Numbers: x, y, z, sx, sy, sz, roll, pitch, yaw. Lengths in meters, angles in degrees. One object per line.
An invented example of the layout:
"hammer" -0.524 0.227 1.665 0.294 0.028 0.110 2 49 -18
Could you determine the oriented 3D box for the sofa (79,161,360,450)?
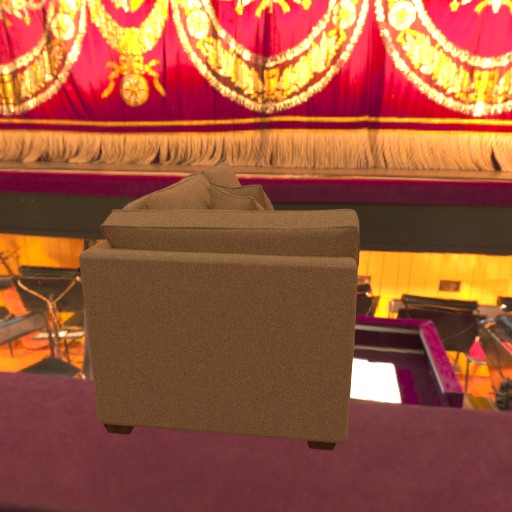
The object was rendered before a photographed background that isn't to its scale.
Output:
"sofa" 0.000 0.000 2.765 1.110 1.033 2.237 2 16 7
